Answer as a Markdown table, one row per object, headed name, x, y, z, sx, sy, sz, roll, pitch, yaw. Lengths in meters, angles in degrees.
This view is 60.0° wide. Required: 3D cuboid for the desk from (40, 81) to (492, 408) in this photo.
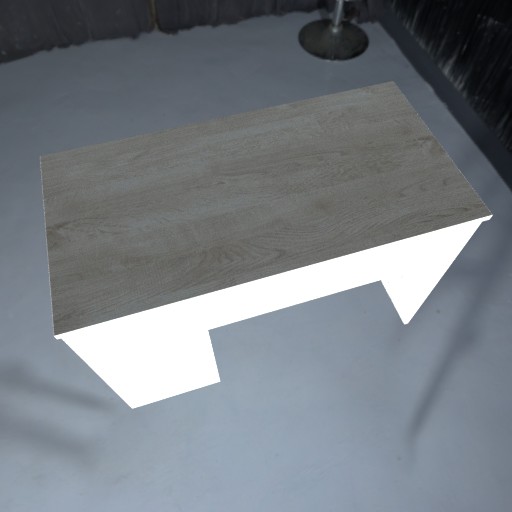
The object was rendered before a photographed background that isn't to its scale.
| name | x | y | z | sx | sy | sz | roll | pitch | yaw |
| --- | --- | --- | --- | --- | --- | --- | --- | --- | --- |
| desk | 0.000 | 0.000 | 1.497 | 1.096 | 0.730 | 0.560 | -15 | 59 | -9 |
